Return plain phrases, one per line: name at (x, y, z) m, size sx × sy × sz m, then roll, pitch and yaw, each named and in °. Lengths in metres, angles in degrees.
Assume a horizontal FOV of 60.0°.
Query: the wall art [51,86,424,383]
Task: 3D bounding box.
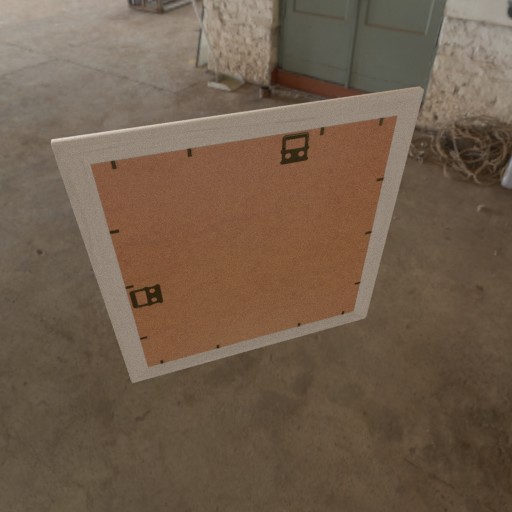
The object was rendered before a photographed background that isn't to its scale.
wall art at (0.000, 0.000, 0.862) m, size 0.584 × 0.584 × 0.013 m, roll -13°, pitch 44°, yaw -14°
